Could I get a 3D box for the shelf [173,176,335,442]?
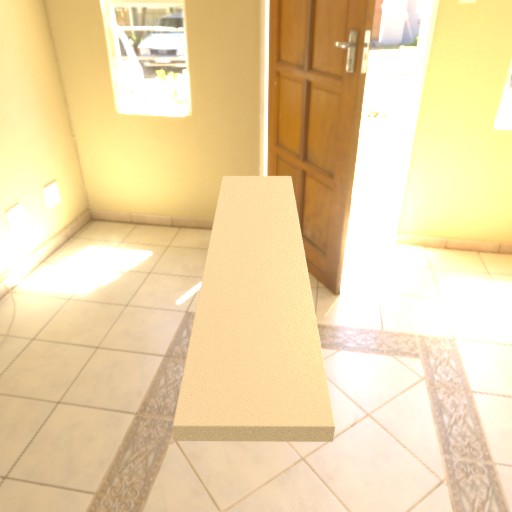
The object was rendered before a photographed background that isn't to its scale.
[{"bbox_3d":[0.000,0.000,0.648,0.140,0.020,0.610,0,31,0],"label":"shelf"}]
